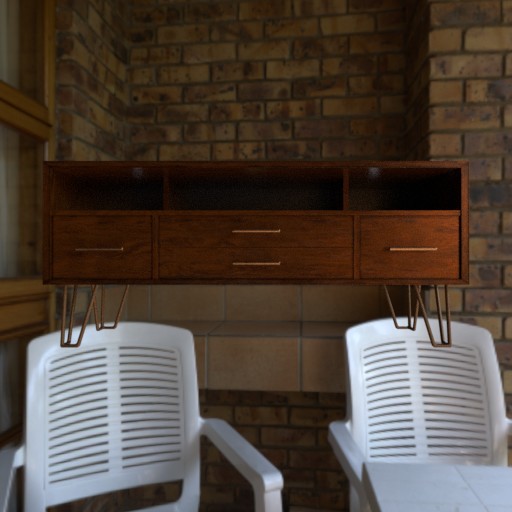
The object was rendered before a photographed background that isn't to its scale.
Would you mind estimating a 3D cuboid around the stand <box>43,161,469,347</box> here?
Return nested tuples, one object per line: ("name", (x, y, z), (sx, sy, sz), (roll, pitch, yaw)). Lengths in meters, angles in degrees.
("stand", (0.000, 0.000, 1.656), (1.372, 0.610, 0.481), (0, 0, 0))
